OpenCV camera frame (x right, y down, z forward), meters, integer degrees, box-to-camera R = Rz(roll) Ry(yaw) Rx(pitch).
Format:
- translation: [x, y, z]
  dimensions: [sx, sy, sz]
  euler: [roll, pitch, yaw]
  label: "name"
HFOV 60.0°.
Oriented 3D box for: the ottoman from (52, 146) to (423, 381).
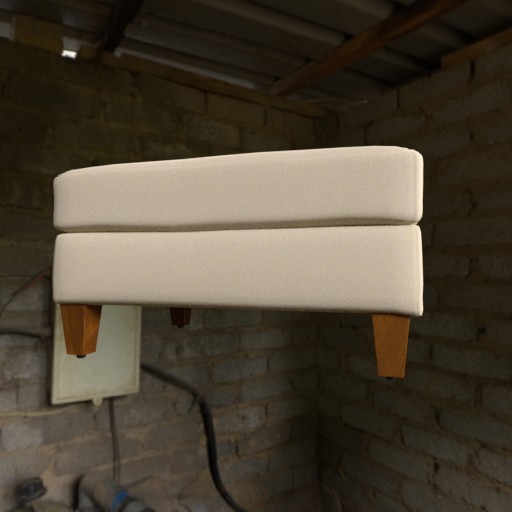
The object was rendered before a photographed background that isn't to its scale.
- translation: [0.000, 0.000, 1.195]
  dimensions: [0.818, 0.485, 0.634]
  euler: [0, -1, 17]
  label: "ottoman"
